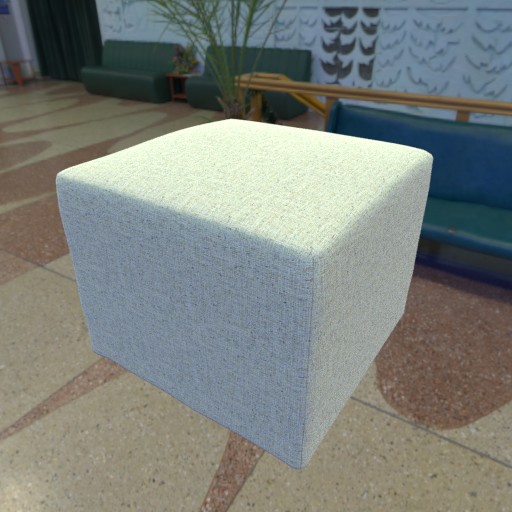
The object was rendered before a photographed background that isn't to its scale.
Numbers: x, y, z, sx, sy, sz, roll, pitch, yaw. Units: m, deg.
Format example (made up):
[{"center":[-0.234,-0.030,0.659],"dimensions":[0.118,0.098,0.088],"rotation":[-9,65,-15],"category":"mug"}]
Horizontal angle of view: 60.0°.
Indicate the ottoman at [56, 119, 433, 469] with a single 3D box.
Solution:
[{"center":[0.000,0.000,0.903],"dimensions":[0.521,0.453,0.512],"rotation":[18,34,29],"category":"ottoman"}]
